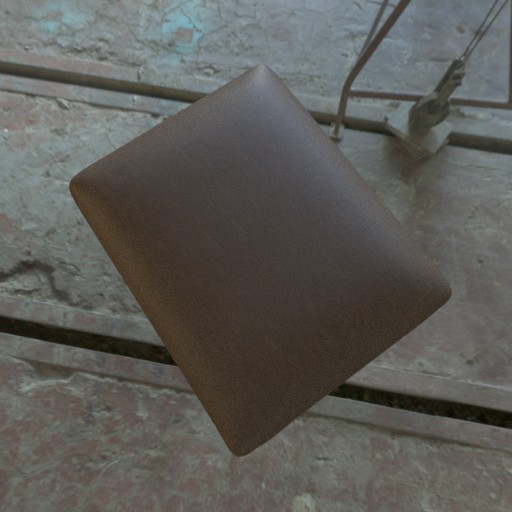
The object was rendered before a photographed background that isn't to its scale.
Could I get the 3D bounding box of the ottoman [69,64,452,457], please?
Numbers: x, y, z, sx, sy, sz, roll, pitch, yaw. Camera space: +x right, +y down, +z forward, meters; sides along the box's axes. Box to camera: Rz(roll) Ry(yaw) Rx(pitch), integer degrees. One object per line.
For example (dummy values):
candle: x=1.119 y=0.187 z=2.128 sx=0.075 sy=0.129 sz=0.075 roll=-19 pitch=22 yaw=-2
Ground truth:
ottoman: x=0.000 y=0.000 z=1.211 sx=0.635 sy=0.508 sz=0.787 roll=-34 pitch=78 yaw=-9
